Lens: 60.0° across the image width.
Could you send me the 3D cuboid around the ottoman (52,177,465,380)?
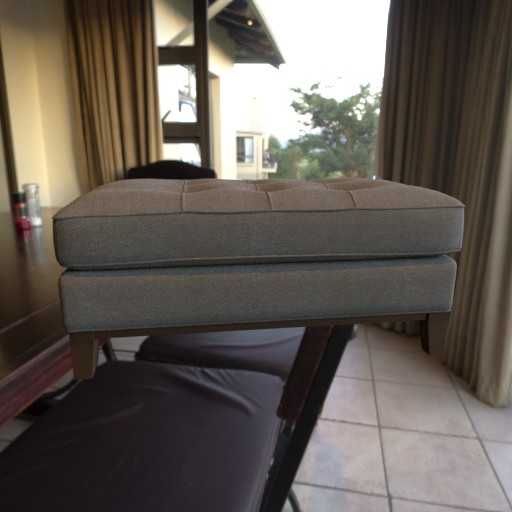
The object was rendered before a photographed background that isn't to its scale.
[{"bbox_3d":[0.000,0.000,1.515,1.143,0.514,0.648,-2,14,-8],"label":"ottoman"}]
